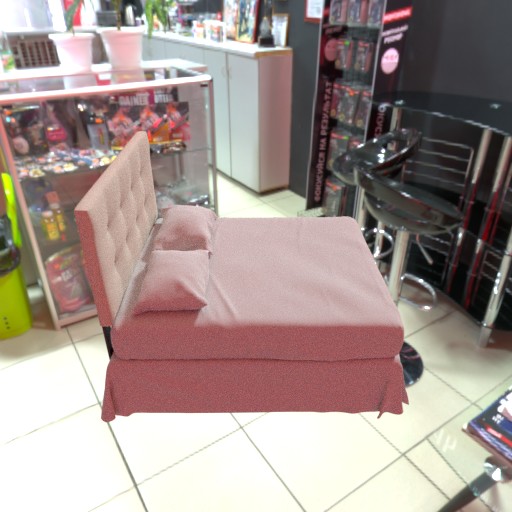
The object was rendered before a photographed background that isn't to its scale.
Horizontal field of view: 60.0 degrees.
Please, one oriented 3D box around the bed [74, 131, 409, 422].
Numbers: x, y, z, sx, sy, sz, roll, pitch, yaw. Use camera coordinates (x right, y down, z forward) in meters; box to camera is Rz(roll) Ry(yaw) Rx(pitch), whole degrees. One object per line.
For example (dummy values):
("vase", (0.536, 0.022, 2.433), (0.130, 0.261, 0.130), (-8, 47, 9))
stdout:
("bed", (0.000, 0.000, 3.554), (2.222, 1.577, 1.936), (0, 31, 0))
